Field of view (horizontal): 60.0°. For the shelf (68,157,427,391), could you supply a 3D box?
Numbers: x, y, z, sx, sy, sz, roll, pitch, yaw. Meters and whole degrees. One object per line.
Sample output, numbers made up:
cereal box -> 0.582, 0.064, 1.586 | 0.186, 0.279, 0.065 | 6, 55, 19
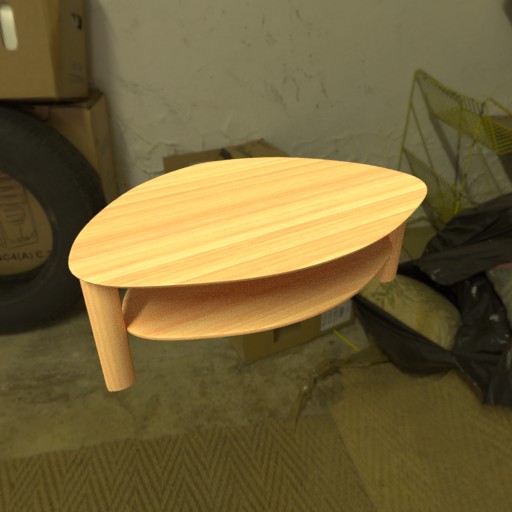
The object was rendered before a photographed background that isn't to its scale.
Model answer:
shelf -> 0.000, 0.000, 1.602 | 1.246, 0.440, 0.845 | -17, 36, -26
